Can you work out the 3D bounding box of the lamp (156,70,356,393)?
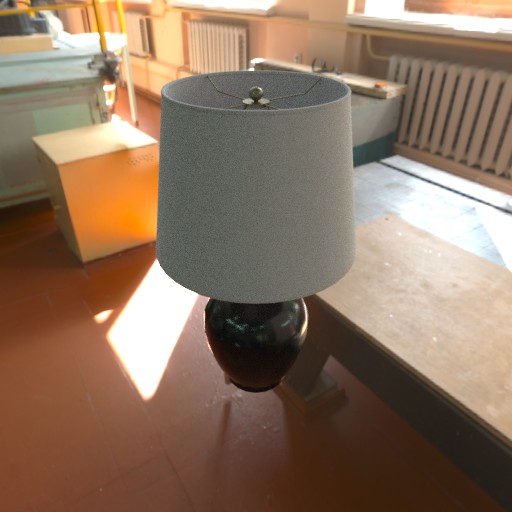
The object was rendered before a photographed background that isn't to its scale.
[{"bbox_3d":[0.000,0.000,0.550,0.239,0.399,0.239,0,32,0],"label":"lamp"}]
